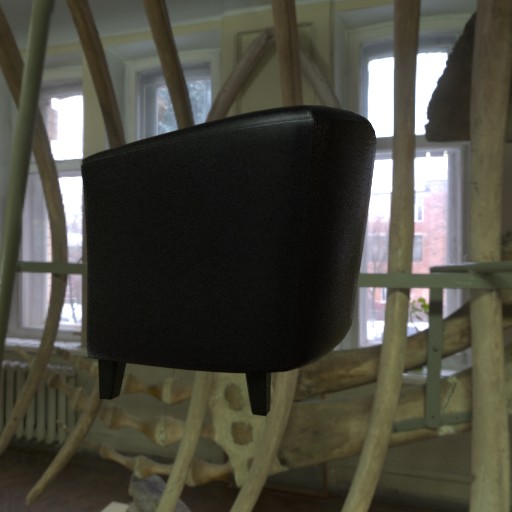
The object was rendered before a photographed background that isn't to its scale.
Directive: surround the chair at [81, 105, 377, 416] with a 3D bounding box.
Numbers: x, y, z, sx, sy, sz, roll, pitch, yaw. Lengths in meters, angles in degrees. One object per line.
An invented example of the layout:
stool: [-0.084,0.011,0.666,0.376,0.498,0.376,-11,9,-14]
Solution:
chair: [0.000,0.000,1.386,0.727,0.756,0.793,0,0,17]
